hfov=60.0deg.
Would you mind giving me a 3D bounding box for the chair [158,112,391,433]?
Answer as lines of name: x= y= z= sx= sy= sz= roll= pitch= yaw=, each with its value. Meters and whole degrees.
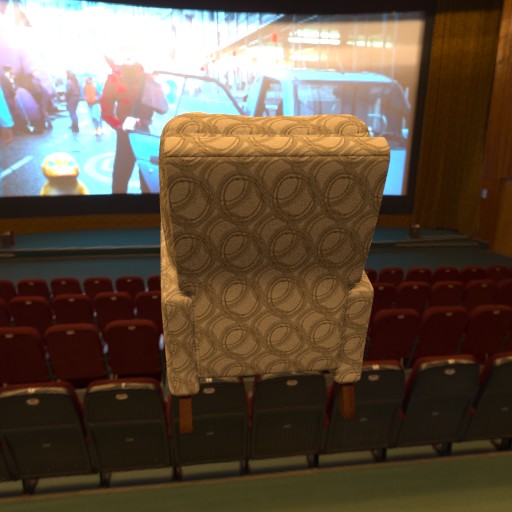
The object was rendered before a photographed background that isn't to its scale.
chair: x=0.000 y=0.000 z=1.785 sx=0.796 sy=1.065 sz=0.995 roll=-2 pitch=15 yaw=-8
